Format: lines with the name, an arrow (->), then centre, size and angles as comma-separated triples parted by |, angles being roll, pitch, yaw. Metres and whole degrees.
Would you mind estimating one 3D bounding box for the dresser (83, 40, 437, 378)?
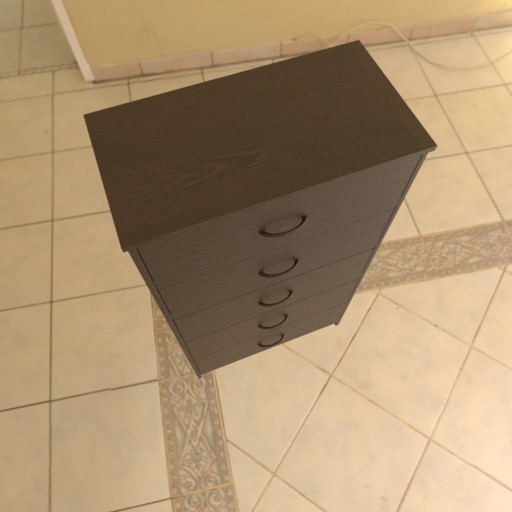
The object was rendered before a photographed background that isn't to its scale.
dresser -> 0.000, 0.000, 1.548 | 0.704, 1.254, 0.418 | -19, 65, -9
